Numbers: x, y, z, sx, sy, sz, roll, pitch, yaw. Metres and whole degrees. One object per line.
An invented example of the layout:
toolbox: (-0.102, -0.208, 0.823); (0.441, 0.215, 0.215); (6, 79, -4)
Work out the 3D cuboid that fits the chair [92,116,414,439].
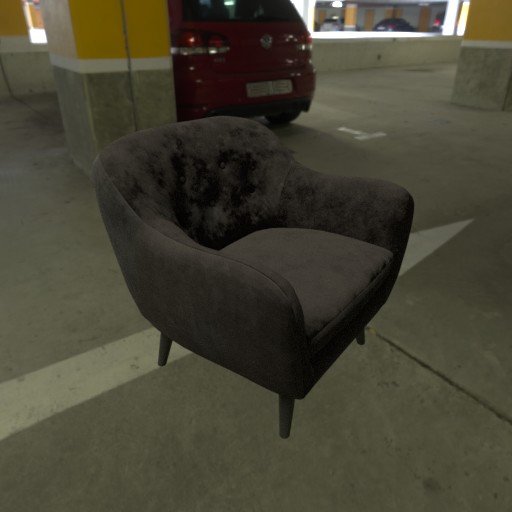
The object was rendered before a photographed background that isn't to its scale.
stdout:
chair: (0.000, 0.000, 1.526); (0.819, 0.807, 0.840); (19, 33, 32)
